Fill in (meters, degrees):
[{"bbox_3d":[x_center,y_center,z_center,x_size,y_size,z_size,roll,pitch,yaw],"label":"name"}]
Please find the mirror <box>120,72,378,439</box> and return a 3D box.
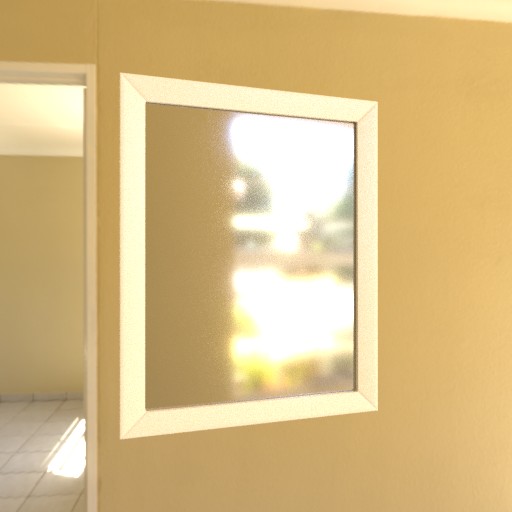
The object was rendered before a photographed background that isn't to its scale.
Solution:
[{"bbox_3d":[0.000,0.000,0.690,0.405,0.508,0.041,0,0,-17],"label":"mirror"}]
